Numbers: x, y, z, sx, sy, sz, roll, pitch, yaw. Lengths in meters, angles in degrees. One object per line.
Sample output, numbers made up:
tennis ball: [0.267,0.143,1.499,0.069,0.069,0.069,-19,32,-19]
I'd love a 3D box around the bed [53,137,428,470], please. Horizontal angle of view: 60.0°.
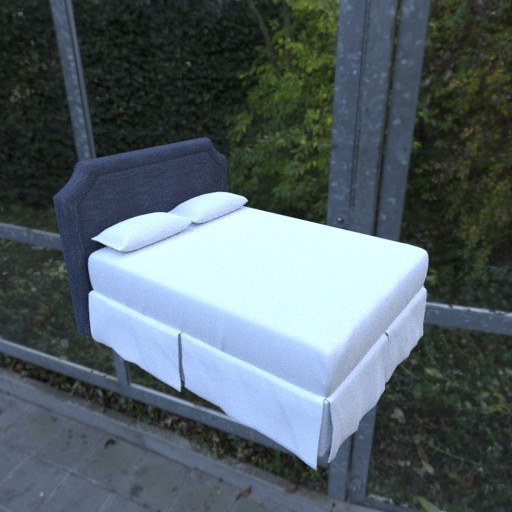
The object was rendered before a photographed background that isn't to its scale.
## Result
bed: [0.000,0.000,3.139,2.116,1.290,1.693,17,29,33]
